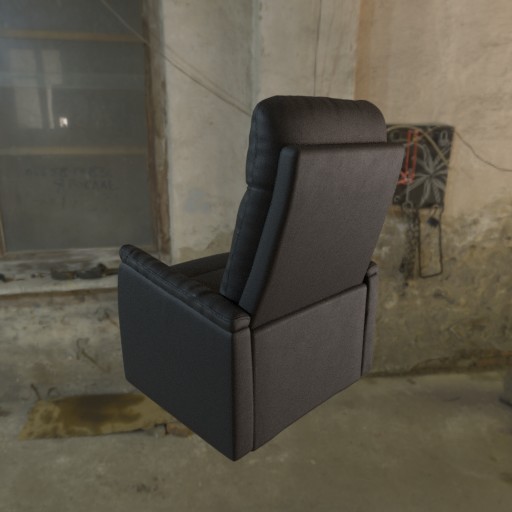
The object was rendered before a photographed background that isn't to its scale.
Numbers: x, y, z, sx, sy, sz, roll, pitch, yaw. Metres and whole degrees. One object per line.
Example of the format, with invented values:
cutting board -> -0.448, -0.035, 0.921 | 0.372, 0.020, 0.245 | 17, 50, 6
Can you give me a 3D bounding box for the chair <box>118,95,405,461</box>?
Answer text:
chair -> 0.000, 0.000, 1.631 | 0.775, 1.082, 0.831 | -15, 22, -42
